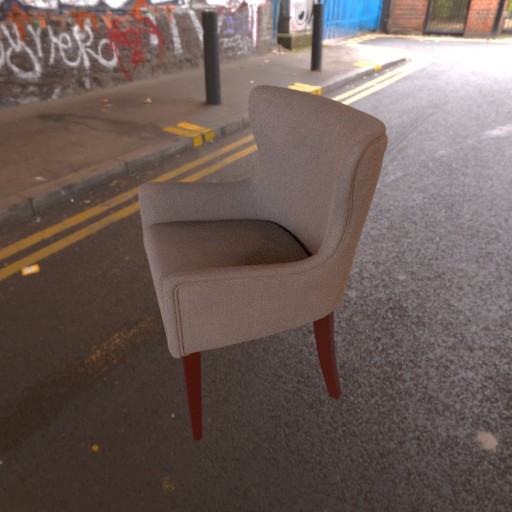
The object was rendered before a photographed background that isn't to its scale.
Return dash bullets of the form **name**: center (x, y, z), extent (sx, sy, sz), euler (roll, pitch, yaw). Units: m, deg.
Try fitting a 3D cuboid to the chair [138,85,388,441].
- **chair**: center (0.000, 0.000, 1.463), extent (0.677, 0.948, 0.732), euler (-10, 32, -16)
